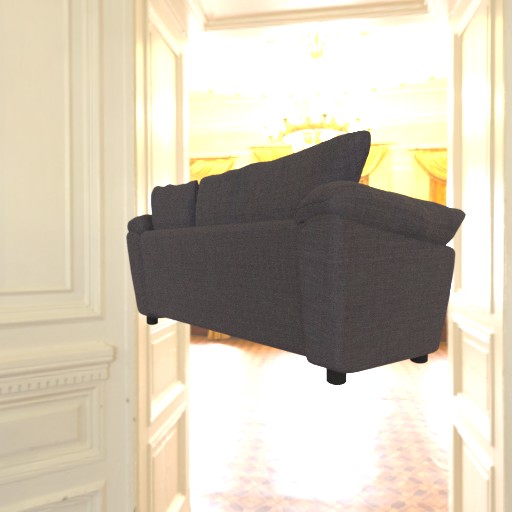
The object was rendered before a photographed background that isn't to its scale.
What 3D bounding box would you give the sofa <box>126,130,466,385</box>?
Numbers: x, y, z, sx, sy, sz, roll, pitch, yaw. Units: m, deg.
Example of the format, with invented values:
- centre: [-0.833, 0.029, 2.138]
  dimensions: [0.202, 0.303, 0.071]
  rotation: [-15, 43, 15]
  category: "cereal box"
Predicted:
- centre: [0.000, 0.000, 2.844]
  dimensions: [0.883, 1.080, 2.336]
  rotation: [0, 1, -37]
  category: "sofa"
